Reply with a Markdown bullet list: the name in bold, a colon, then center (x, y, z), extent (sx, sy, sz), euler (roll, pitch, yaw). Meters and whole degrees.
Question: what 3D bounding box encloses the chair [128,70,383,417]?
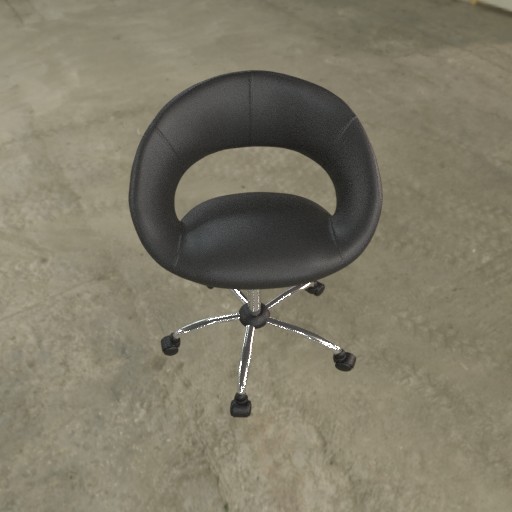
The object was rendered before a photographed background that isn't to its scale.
- **chair**: center (0.000, 0.000, 1.167), extent (0.612, 0.791, 0.538), euler (-2, 46, -2)
